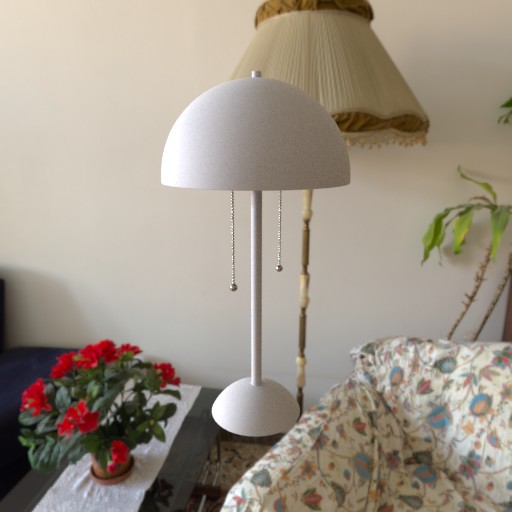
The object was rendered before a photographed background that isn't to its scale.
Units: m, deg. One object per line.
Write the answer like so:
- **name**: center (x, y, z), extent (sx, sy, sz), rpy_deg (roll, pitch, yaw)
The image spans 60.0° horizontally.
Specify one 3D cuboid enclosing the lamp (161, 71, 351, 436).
- **lamp**: center (0.000, 0.000, 0.425), extent (0.171, 0.330, 0.171), rpy_deg (0, 14, 0)
